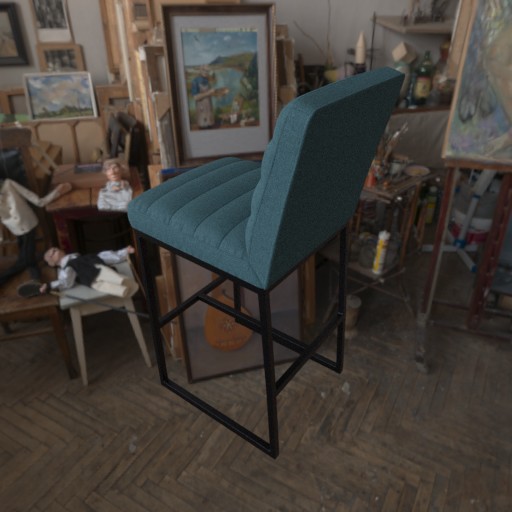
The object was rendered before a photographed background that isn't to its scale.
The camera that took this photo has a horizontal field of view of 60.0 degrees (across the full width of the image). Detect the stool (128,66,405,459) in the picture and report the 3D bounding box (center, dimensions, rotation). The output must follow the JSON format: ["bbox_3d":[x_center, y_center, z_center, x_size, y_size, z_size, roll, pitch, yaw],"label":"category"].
[{"bbox_3d":[0.000,0.000,1.305,0.560,1.040,0.460,21,38,30],"label":"stool"}]
